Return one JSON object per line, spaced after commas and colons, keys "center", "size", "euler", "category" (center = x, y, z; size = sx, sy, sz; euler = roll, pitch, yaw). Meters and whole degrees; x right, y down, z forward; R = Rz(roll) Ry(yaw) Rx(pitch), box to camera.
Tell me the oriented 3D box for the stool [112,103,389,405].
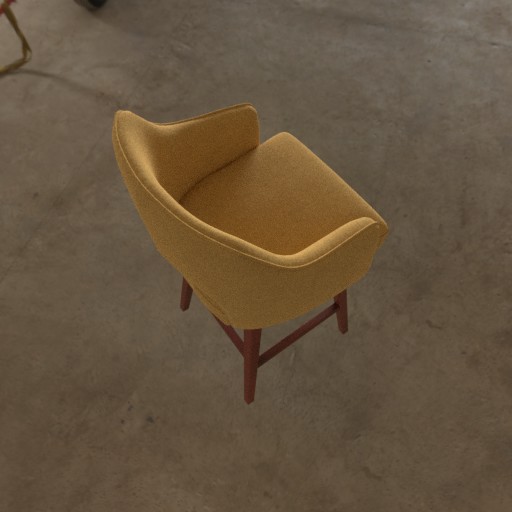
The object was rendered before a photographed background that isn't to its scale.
{"center": [0.000, 0.000, 1.310], "size": [0.558, 1.012, 0.548], "euler": [-32, 64, -18], "category": "stool"}
